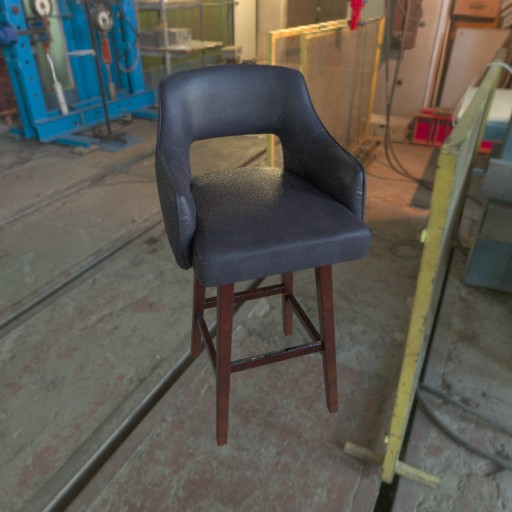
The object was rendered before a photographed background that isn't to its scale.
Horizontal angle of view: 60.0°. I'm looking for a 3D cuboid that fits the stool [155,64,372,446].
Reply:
[{"bbox_3d":[0.000,0.000,1.391,0.550,1.041,0.560,-10,33,-16],"label":"stool"}]
